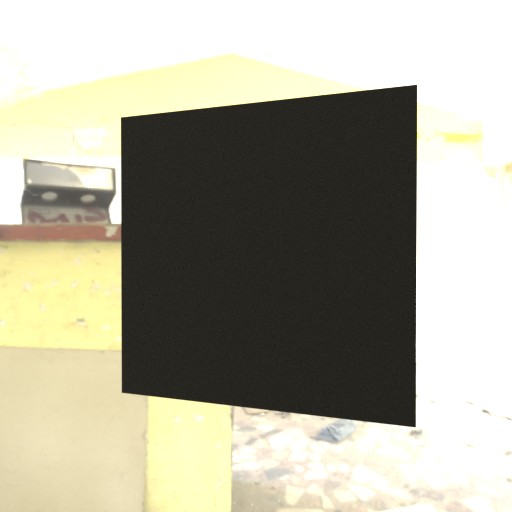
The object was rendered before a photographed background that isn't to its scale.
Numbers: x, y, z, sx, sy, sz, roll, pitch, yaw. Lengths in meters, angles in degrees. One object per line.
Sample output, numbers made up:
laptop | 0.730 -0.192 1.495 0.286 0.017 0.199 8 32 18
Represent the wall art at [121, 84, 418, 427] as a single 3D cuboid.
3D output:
wall art | 0.000 0.000 0.678 0.462 0.458 0.030 0 1 18
